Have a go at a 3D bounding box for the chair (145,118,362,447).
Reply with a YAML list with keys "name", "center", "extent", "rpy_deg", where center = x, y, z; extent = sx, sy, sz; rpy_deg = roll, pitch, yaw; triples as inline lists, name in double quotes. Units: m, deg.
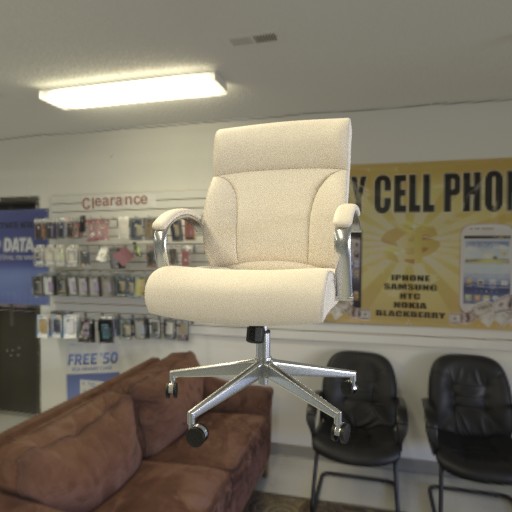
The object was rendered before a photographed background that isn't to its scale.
- name: "chair"
  center: [0.000, 0.000, 1.607]
  extent: [0.727, 1.099, 0.745]
  rpy_deg: [0, 2, 18]
